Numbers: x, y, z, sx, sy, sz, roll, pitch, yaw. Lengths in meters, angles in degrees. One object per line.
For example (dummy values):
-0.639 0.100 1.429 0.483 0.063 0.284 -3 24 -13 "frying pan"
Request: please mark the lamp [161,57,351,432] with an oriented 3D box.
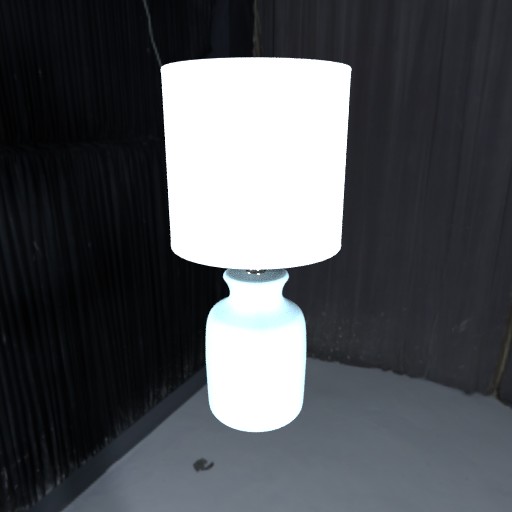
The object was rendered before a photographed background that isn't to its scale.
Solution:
0.000 0.000 1.120 0.418 0.871 0.418 9 19 26 "lamp"
